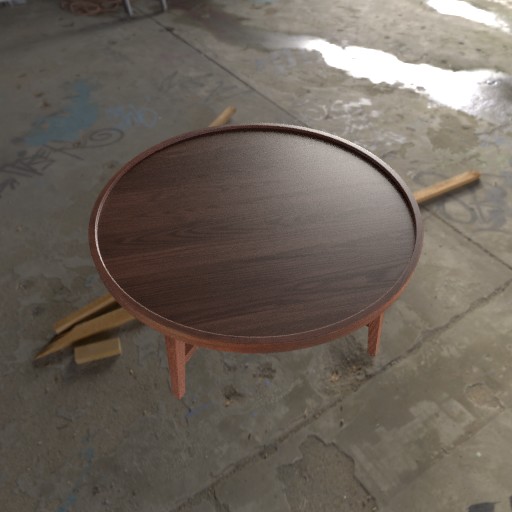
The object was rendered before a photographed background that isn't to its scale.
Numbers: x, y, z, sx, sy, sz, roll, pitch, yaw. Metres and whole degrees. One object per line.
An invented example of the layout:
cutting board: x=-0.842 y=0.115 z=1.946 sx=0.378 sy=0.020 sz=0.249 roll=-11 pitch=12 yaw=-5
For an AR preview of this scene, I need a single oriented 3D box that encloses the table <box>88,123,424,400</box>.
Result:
table: x=0.000 y=0.000 z=1.222 sx=0.800 sy=0.360 sz=0.800 roll=0 pitch=46 yaw=0
